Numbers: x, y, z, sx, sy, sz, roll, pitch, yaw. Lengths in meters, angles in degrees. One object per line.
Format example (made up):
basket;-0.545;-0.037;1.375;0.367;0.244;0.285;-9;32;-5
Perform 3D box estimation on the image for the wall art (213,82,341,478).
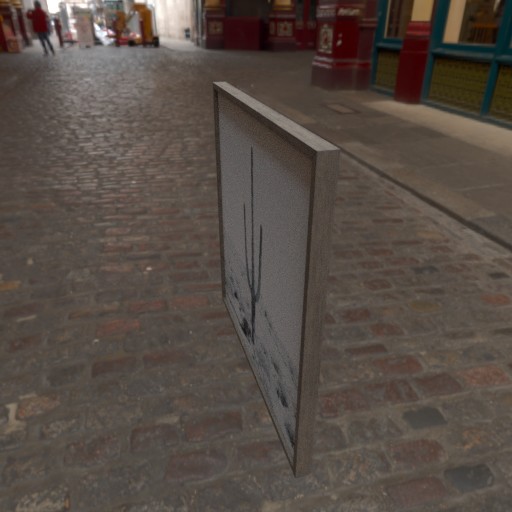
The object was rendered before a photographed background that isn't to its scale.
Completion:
wall art;0.000;0.000;1.163;0.038;0.762;0.762;-8;30;-14
